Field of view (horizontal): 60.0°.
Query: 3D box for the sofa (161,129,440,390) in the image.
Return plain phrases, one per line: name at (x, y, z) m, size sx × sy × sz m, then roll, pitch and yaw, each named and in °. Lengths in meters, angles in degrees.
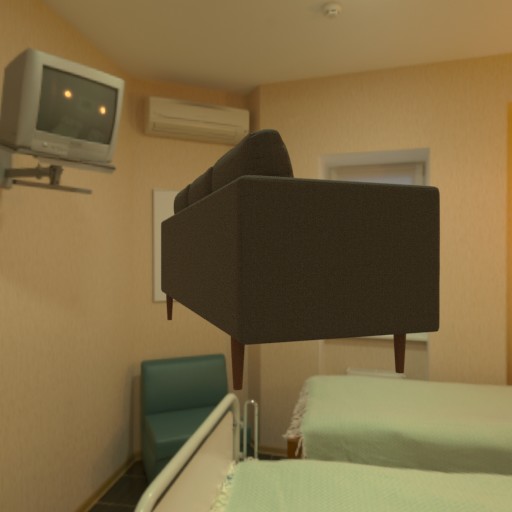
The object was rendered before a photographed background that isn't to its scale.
sofa at (0.000, 0.000, 2.449) m, size 0.802 × 0.912 × 2.029 m, roll 0°, pitch 0°, yaw -19°
